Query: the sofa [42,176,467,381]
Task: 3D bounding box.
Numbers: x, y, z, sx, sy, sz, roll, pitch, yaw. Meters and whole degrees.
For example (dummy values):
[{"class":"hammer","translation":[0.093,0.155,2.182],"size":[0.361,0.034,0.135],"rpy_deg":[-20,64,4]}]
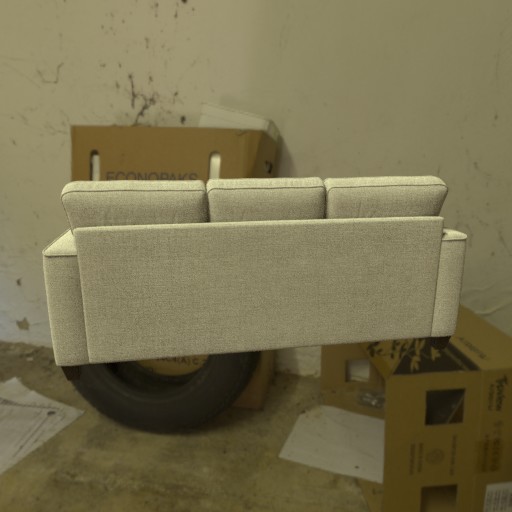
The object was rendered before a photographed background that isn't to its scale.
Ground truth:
[{"class":"sofa","translation":[0.000,0.000,2.630],"size":[2.133,0.965,0.939],"rpy_deg":[-2,15,-9]}]
